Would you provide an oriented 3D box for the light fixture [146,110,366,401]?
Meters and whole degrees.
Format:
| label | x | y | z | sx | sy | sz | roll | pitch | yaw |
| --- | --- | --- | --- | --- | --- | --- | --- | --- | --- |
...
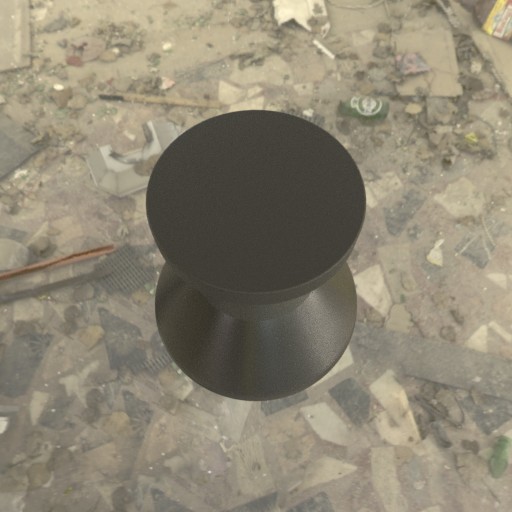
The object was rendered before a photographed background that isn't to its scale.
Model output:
| label | x | y | z | sx | sy | sz | roll | pitch | yaw |
| --- | --- | --- | --- | --- | --- | --- | --- | --- | --- |
| light fixture | 0.000 | 0.000 | 0.361 | 0.200 | 0.183 | 0.200 | 0 | 63 | 0 |
